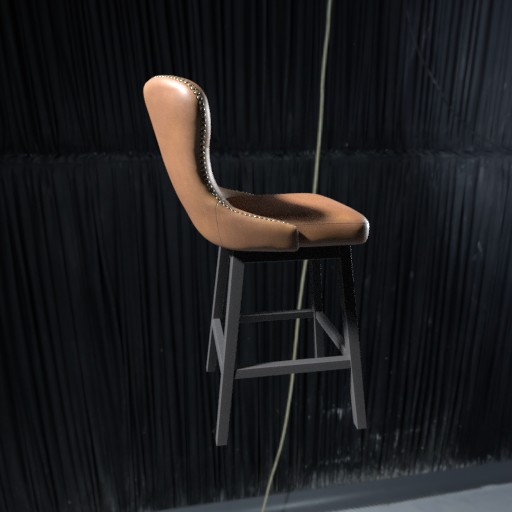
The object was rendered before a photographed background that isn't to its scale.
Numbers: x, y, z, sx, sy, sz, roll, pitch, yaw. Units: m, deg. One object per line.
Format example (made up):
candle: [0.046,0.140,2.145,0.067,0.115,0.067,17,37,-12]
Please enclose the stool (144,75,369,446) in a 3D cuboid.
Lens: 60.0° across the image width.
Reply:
stool: [0.000,0.000,1.332,0.593,0.971,0.528,-3,16,-10]
